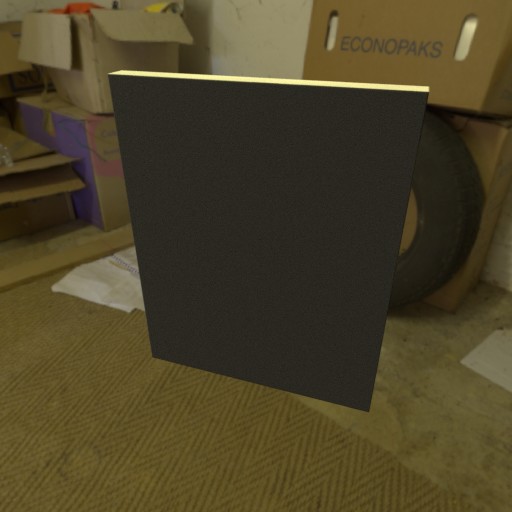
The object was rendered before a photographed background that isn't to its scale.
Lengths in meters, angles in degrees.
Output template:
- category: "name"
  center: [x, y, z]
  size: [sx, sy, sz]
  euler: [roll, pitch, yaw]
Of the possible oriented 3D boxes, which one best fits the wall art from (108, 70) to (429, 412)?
- category: "wall art"
  center: [0.000, 0.000, 0.813]
  size: [0.489, 0.608, 0.040]
  euler: [10, 32, 16]
